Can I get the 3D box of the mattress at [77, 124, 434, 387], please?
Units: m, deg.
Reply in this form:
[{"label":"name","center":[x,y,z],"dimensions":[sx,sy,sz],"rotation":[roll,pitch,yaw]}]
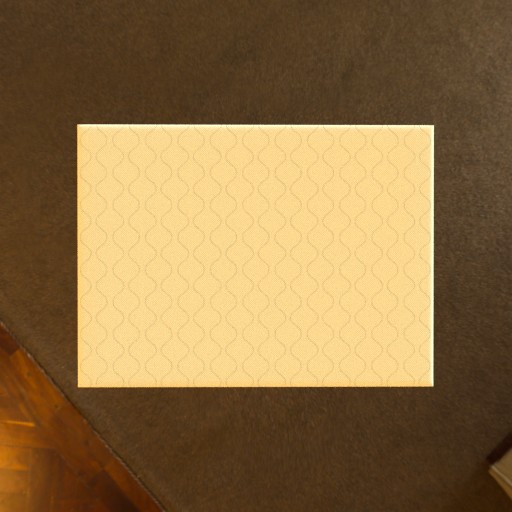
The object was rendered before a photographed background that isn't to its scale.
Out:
[{"label":"mattress","center":[0.000,0.000,2.438],"dimensions":[1.900,0.200,1.400],"rotation":[0,90,0]}]
